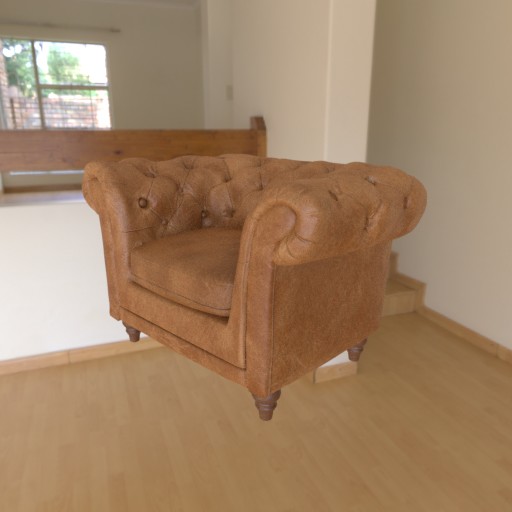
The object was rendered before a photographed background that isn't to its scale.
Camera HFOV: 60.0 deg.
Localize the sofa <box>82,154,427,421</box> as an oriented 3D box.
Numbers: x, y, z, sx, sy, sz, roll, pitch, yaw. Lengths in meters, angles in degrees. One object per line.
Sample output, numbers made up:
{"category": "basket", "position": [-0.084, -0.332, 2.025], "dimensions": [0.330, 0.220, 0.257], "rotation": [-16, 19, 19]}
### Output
{"category": "sofa", "position": [0.000, 0.000, 2.059], "dimensions": [1.405, 0.878, 1.033], "rotation": [15, 22, 42]}
